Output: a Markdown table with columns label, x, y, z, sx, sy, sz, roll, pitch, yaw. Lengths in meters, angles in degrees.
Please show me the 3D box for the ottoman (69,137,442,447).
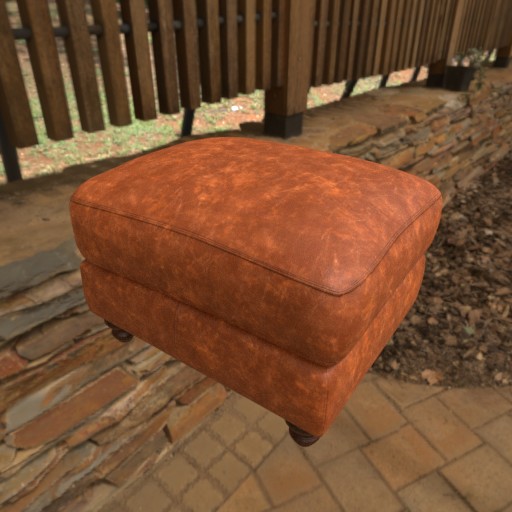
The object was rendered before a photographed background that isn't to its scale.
| label | x | y | z | sx | sy | sz | roll | pitch | yaw |
| --- | --- | --- | --- | --- | --- | --- | --- | --- | --- |
| ottoman | 0.000 | 0.000 | 1.243 | 0.832 | 0.562 | 0.657 | 19 | 35 | 30 |
